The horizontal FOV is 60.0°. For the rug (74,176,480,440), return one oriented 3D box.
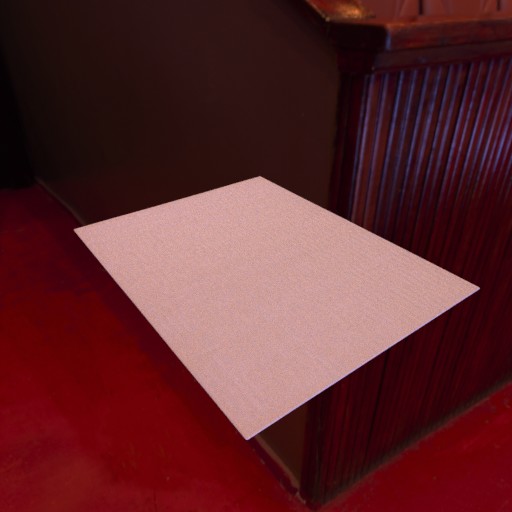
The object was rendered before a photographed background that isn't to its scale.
[{"bbox_3d":[0.000,0.000,4.139,2.410,0.021,3.055,-22,38,-30],"label":"rug"}]
